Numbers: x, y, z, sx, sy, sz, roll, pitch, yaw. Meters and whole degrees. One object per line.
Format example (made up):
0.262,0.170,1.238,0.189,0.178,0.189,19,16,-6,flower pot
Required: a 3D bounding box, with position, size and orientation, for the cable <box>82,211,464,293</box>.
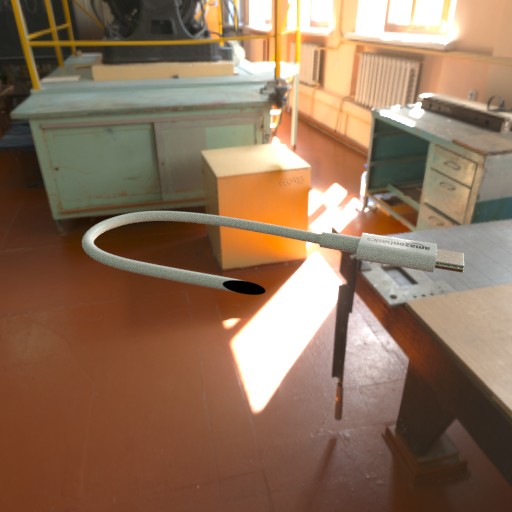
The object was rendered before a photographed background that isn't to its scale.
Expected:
0.000,0.000,0.113,0.098,0.005,0.041,10,31,18,cable
